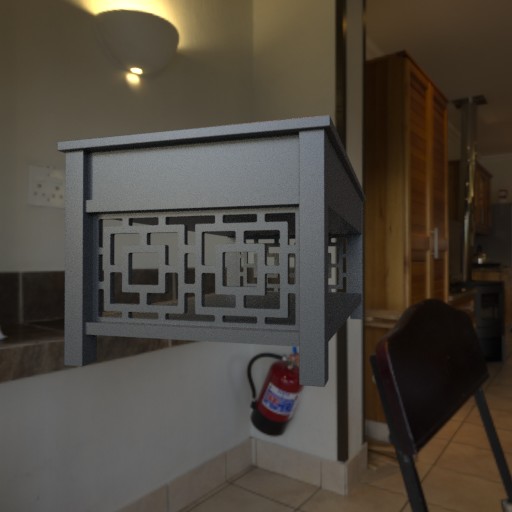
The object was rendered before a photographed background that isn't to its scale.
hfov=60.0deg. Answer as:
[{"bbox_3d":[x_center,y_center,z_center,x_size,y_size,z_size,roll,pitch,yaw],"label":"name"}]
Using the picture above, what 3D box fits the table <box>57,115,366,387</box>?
[{"bbox_3d":[0.000,0.000,1.396,0.612,0.493,1.068,0,-1,17],"label":"table"}]
